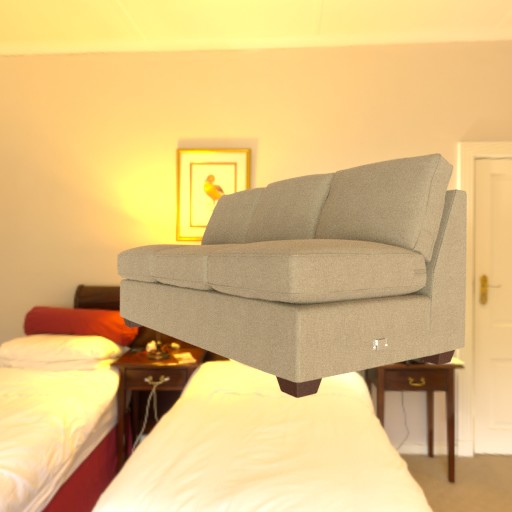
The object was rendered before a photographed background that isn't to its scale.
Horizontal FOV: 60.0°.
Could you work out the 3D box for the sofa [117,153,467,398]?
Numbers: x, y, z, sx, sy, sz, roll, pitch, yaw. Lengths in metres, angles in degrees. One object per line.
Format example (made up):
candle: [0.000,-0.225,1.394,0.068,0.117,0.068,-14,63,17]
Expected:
sofa: [0.000,0.000,2.737,1.127,1.036,2.092,0,1,-34]
